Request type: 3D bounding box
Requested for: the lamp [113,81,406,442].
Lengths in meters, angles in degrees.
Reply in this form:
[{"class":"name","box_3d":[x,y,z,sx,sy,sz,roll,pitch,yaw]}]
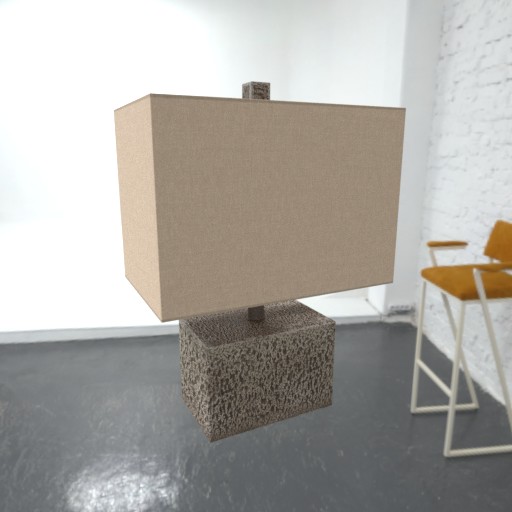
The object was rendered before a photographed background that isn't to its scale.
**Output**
[{"class":"lamp","box_3d":[0.000,0.000,0.561,0.294,0.411,0.180,-7,15,-26]}]
